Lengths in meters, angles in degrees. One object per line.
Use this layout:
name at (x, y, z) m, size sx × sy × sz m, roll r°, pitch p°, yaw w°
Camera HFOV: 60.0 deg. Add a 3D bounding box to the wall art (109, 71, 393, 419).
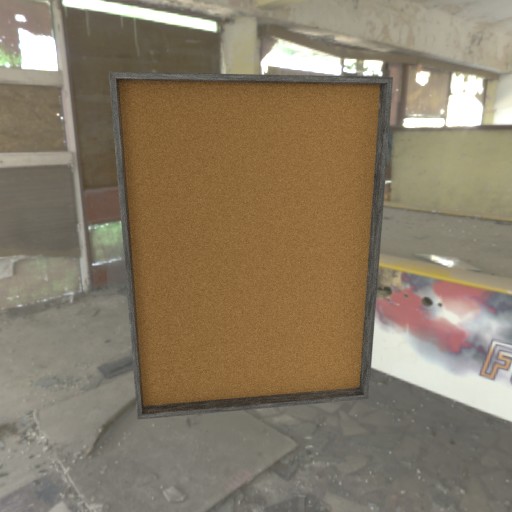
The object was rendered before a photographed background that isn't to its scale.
wall art at (0.000, 0.000, 1.341) m, size 0.762 × 1.016 × 0.063 m, roll -2°, pitch 15°, yaw -8°
